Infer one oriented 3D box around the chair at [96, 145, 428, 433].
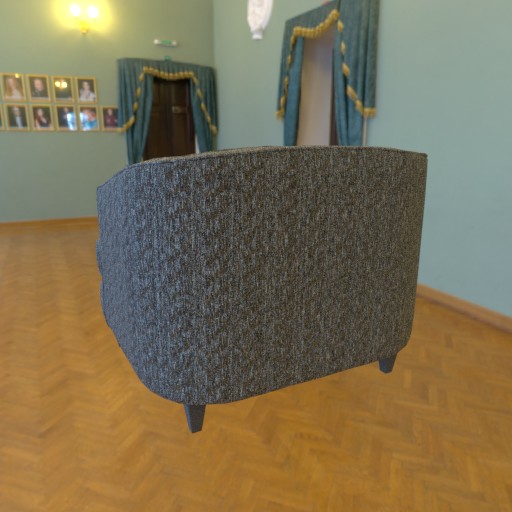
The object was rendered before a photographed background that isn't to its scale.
[{"bbox_3d":[0.000,0.000,1.745,1.104,0.852,0.941,-7,16,-26],"label":"chair"}]
